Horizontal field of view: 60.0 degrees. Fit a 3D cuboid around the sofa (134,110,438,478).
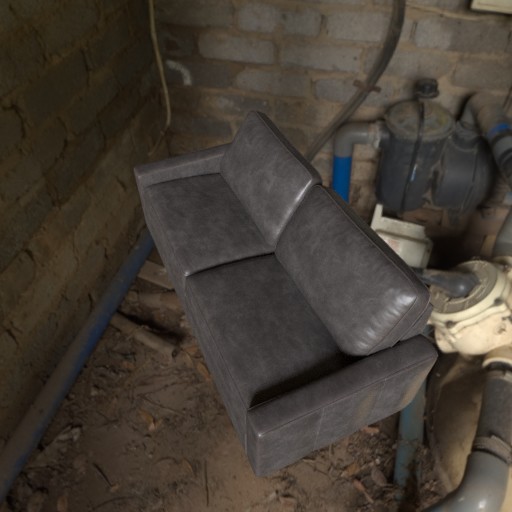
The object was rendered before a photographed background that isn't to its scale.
[{"bbox_3d":[0.000,0.000,2.632,0.939,0.916,2.081,-18,49,-17],"label":"sofa"}]
